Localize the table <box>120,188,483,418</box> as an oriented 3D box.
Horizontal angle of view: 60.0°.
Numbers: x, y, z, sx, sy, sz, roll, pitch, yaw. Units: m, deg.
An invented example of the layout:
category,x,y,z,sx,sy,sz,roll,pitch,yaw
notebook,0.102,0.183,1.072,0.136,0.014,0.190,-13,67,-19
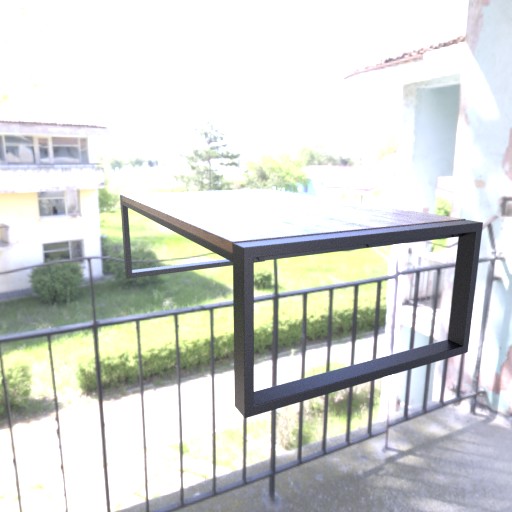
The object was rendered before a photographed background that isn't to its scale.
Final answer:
category,x,y,z,sx,sy,sz,roll,pitch,yaw
table,0.000,0.000,1.715,0.750,0.400,1.350,-7,15,-26
